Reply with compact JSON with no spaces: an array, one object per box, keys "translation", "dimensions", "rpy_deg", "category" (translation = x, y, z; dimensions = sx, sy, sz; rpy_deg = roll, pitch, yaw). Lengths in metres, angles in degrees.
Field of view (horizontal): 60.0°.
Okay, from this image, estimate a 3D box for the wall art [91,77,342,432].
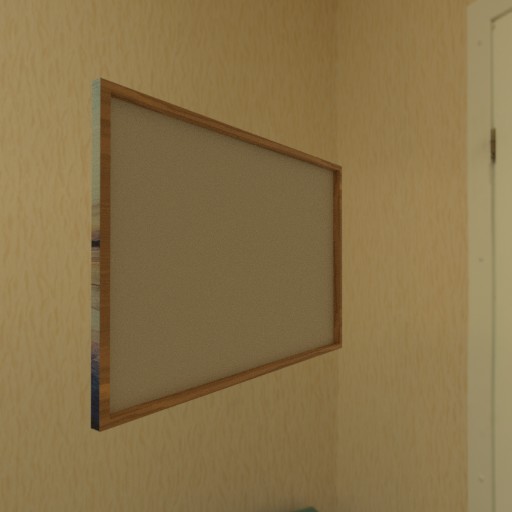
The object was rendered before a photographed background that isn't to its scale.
[{"translation":[0.000,0.000,0.747],"dimensions":[0.018,0.402,0.604],"rpy_deg":[0,-1,37],"category":"wall art"}]
